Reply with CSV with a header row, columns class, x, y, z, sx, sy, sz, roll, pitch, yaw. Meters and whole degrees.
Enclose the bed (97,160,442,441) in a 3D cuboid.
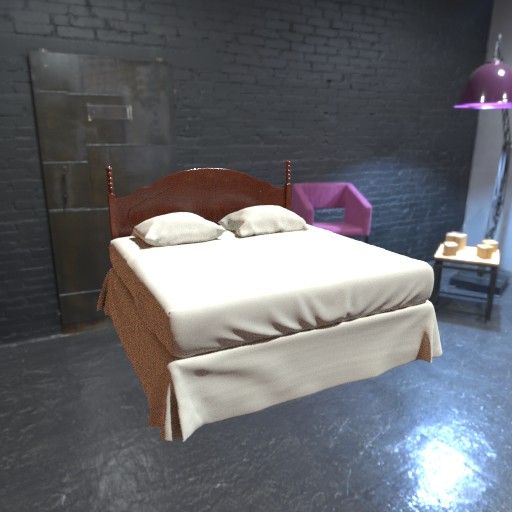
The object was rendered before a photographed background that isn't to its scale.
class,x,y,z,sx,sy,sz,roll,pitch,yaw
bed,0.000,0.000,3.616,2.322,1.355,2.219,-8,17,-26
